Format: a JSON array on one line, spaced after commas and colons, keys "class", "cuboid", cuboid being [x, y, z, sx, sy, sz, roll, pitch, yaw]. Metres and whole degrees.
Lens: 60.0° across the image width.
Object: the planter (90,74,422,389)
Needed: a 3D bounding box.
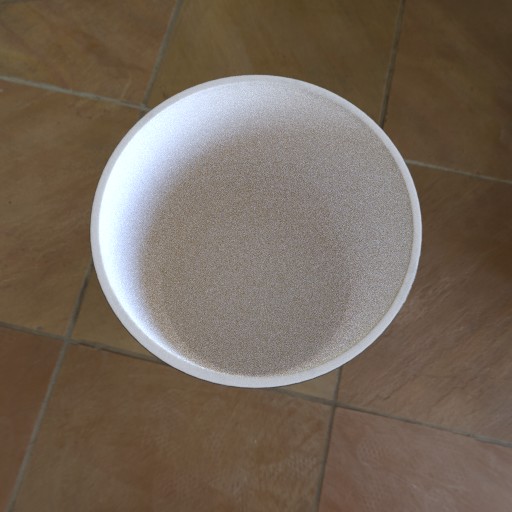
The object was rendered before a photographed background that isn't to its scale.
[{"class": "planter", "cuboid": [0.000, 0.000, 0.392, 0.221, 0.201, 0.221, 0, 74, 0]}]
